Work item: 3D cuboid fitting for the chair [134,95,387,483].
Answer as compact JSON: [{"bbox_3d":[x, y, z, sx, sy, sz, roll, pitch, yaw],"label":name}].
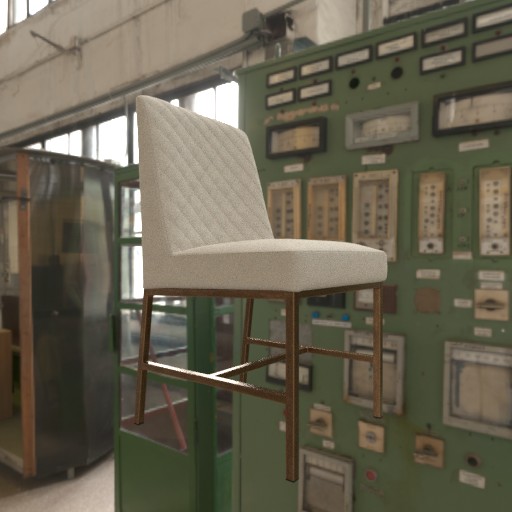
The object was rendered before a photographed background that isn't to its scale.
[{"bbox_3d":[0.000,0.000,1.270,0.597,0.933,0.503,0,0,38],"label":"chair"}]
